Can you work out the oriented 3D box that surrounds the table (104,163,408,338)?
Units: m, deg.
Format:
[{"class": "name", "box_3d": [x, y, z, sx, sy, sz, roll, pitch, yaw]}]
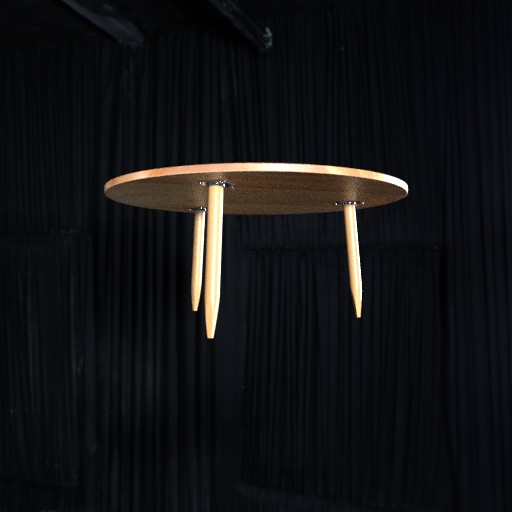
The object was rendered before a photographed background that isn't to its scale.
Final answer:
[{"class": "table", "box_3d": [0.000, 0.000, 1.389, 0.900, 0.400, 0.900, 0, -1, 0]}]
